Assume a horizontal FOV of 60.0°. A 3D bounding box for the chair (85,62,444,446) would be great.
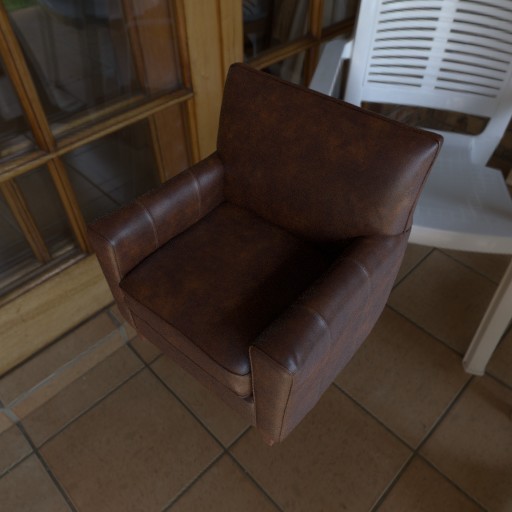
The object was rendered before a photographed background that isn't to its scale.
[{"bbox_3d":[0.000,0.000,1.601,0.870,0.943,0.823,31,54,26],"label":"chair"}]
